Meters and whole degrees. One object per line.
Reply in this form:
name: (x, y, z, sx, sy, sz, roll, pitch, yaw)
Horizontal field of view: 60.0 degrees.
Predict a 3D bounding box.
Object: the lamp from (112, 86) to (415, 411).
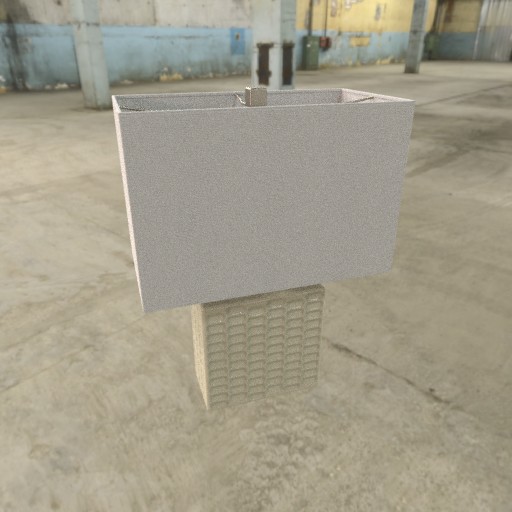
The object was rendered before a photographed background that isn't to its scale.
lamp: (0.000, 0.000, 0.722, 0.380, 0.515, 0.200, -8, 26, -17)
